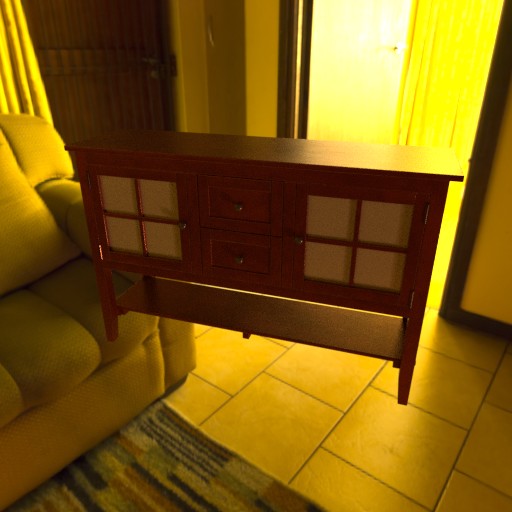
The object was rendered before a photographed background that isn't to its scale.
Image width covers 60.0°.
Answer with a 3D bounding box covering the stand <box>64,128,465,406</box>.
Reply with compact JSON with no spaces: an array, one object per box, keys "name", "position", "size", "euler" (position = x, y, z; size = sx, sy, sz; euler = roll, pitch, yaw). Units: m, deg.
[{"name":"stand","position":[0.000,0.000,1.790],"size":[1.362,0.872,0.410],"euler":[8,26,16]}]
